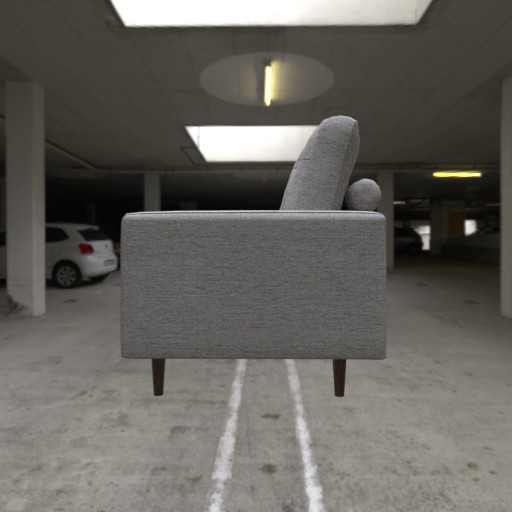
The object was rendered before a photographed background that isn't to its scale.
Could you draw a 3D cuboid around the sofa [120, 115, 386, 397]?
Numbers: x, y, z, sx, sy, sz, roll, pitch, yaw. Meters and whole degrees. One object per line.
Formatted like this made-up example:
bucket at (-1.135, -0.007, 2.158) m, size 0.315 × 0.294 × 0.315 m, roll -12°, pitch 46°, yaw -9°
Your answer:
sofa at (0.000, 0.000, 1.986) m, size 0.842 × 0.907 × 1.407 m, roll 0°, pitch 0°, yaw 1°
